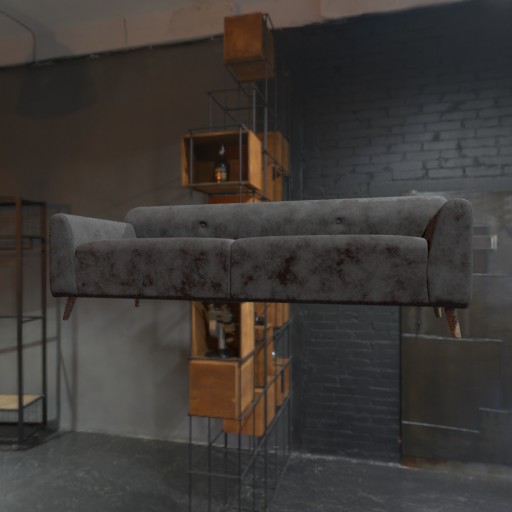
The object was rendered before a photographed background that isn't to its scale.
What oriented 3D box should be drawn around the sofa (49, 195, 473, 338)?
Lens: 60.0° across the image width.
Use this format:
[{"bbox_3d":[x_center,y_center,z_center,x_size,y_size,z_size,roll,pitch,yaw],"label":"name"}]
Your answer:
[{"bbox_3d":[0.000,0.000,2.611,2.190,0.740,0.900,0,-1,17],"label":"sofa"}]
